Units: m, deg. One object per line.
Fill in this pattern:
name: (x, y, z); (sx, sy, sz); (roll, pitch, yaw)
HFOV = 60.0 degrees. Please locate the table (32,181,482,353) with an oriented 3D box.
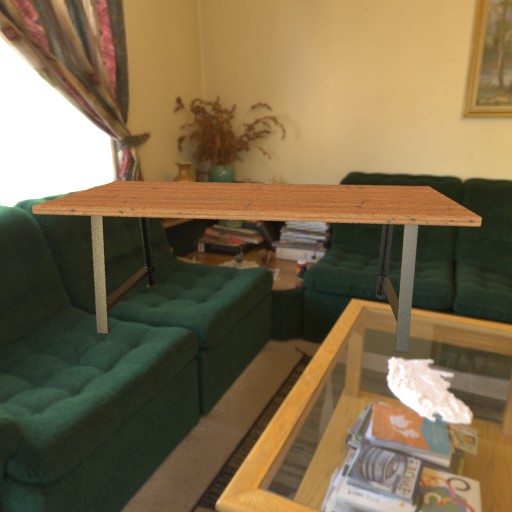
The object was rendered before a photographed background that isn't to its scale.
table: (0.000, 0.000, 2.730); (2.200, 0.757, 1.000); (2, 17, 7)
